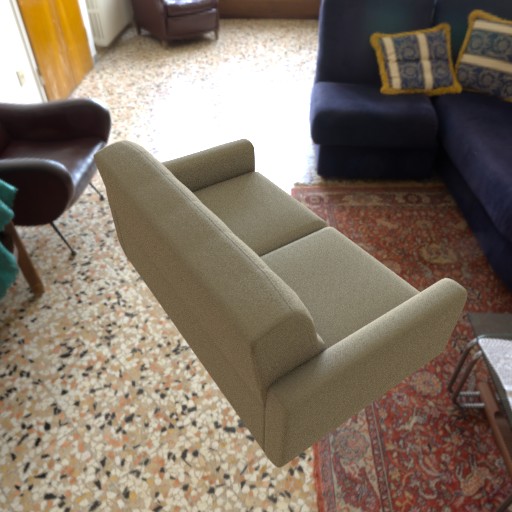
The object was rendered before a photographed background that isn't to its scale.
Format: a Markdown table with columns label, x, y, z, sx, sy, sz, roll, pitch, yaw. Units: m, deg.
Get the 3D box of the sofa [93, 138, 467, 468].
| label | x | y | z | sx | sy | sz | roll | pitch | yaw |
| --- | --- | --- | --- | --- | --- | --- | --- | --- | --- |
| sofa | 0.000 | 0.000 | 2.186 | 0.980 | 0.892 | 1.655 | -24 | 47 | -25 |
